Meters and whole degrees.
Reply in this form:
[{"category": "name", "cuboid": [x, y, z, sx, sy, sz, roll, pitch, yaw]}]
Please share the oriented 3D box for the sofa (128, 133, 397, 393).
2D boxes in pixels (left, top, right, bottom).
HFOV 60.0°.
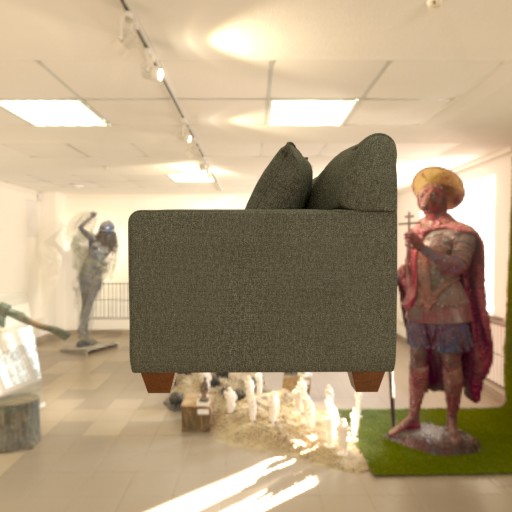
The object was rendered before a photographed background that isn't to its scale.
[{"category": "sofa", "cuboid": [0.000, 0.000, 2.547, 0.997, 0.958, 2.024, 0, 1, -1]}]
